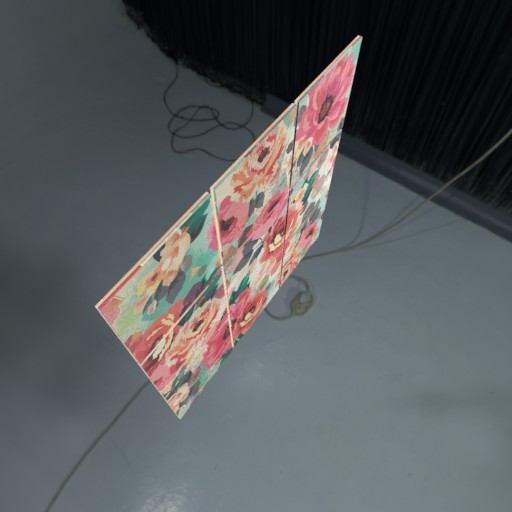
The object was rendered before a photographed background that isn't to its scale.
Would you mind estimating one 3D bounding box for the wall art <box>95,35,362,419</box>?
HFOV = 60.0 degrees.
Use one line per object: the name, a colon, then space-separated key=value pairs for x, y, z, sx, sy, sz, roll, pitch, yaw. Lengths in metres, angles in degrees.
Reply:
wall art: x=0.000 y=0.000 z=1.313 sx=0.012 sy=0.910 sz=0.911 roll=31 pitch=64 yaw=17
